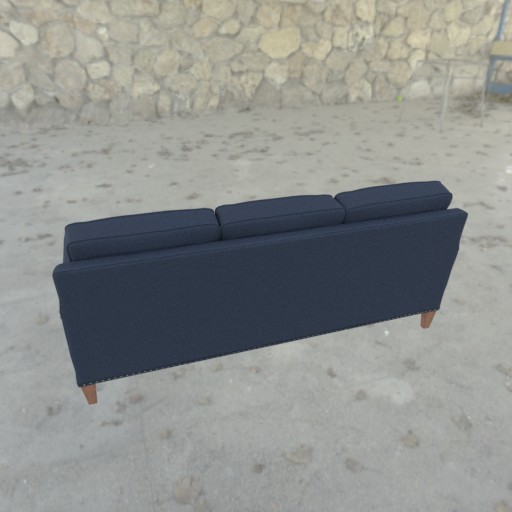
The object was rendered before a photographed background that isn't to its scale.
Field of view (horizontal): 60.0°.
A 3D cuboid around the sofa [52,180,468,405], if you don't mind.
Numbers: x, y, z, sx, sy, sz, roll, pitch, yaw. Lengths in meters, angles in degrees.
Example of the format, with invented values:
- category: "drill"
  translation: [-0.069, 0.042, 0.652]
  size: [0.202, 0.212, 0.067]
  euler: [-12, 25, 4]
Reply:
- category: "sofa"
  translation: [0.000, 0.000, 2.773]
  size: [2.246, 1.003, 1.084]
  euler: [-9, 29, -16]
